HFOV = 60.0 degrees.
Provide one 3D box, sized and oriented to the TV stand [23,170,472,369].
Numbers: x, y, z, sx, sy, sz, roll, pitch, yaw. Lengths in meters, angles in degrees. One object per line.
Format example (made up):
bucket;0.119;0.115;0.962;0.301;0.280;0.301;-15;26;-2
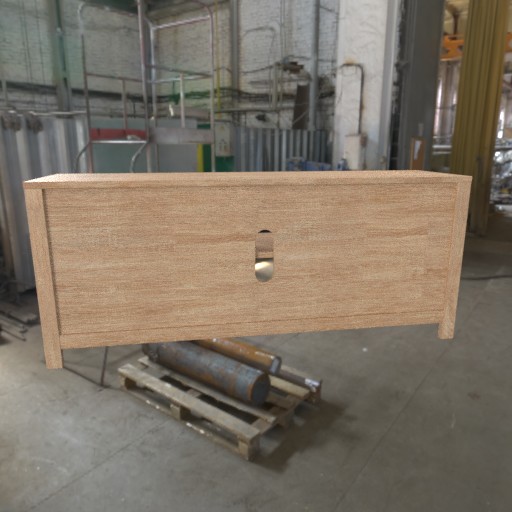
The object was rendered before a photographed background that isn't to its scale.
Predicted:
TV stand;0.000;0.000;1.690;1.466;0.610;0.398;-2;14;-9
